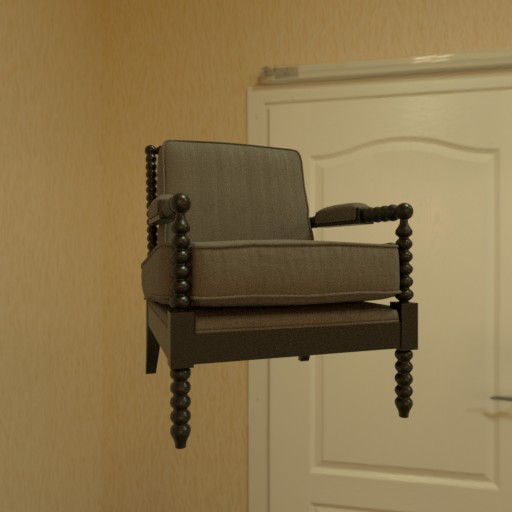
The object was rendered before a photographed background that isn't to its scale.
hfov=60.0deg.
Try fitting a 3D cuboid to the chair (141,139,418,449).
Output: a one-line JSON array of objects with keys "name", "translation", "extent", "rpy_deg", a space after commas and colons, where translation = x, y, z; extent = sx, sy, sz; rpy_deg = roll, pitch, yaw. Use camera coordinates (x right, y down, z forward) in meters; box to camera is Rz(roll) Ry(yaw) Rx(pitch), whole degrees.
[{"name": "chair", "translation": [0.000, 0.000, 1.104], "extent": [0.540, 0.661, 0.622], "rpy_deg": [0, 0, -18]}]
